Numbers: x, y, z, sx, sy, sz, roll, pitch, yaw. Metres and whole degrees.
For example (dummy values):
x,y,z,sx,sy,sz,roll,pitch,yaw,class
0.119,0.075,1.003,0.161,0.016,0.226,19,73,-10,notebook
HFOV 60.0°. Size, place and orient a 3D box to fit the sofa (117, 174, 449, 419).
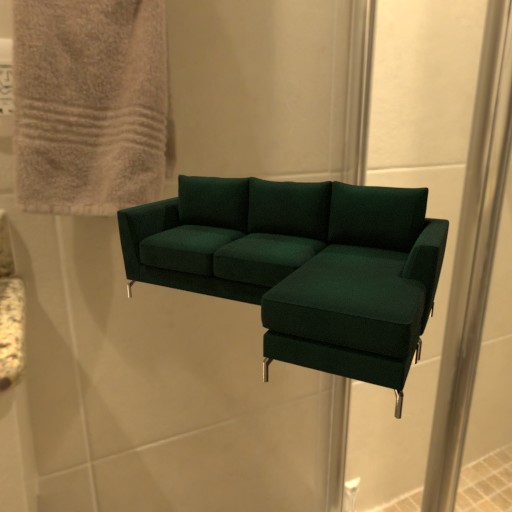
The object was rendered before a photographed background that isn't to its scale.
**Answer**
x,y,z,sx,sy,sz,roll,pitch,yaw,class
0.000,0.000,3.204,2.441,1.007,1.489,8,18,26,sofa
